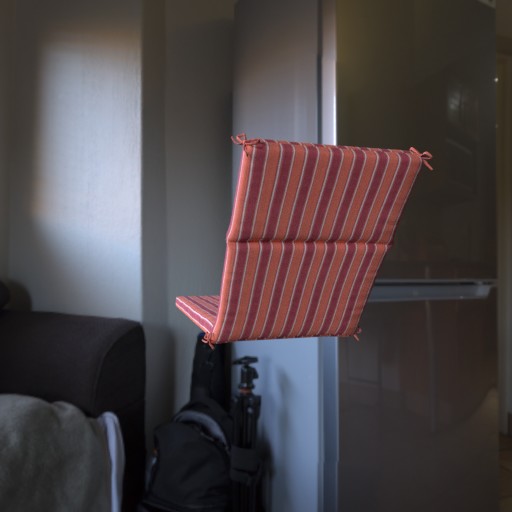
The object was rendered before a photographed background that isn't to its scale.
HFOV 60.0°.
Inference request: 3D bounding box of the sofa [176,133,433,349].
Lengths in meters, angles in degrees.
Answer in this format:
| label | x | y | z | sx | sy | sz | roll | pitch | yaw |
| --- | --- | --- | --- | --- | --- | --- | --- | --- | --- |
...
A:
| label | x | y | z | sx | sy | sz | roll | pitch | yaw |
| --- | --- | --- | --- | --- | --- | --- | --- | --- | --- |
| sofa | 0.000 | 0.000 | 1.940 | 0.582 | 0.622 | 1.663 | 0 | 0 | -17 |
